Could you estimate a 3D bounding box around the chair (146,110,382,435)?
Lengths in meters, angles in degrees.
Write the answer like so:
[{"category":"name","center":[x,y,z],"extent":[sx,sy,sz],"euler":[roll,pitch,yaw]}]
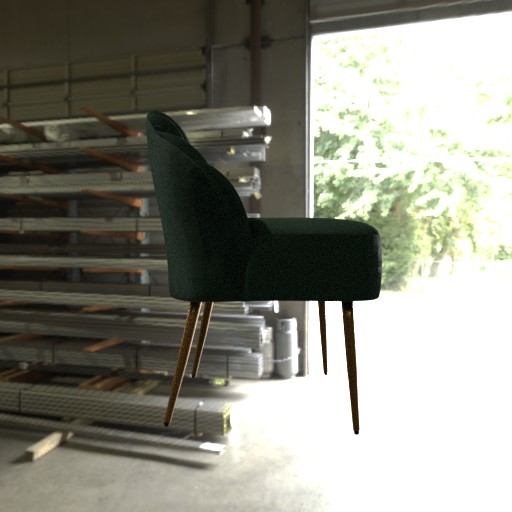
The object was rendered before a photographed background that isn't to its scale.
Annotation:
[{"category":"chair","center":[0.000,0.000,1.272],"extent":[0.599,0.819,0.657],"euler":[0,0,1]}]
